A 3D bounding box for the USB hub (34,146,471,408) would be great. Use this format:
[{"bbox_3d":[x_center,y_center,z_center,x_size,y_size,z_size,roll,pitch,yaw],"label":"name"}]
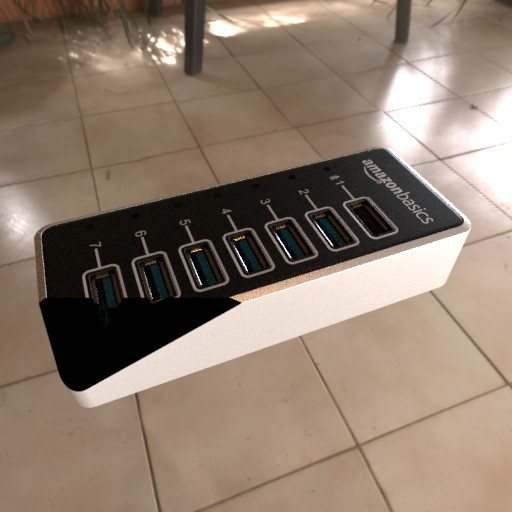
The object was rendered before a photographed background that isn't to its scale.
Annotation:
[{"bbox_3d":[0.000,0.000,0.125,0.110,0.023,0.044,-16,48,-15],"label":"USB hub"}]
